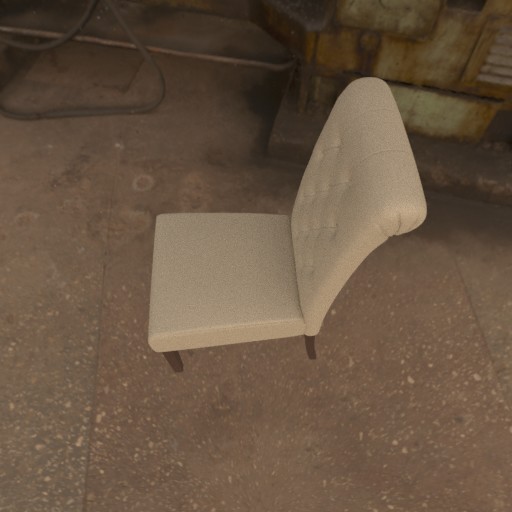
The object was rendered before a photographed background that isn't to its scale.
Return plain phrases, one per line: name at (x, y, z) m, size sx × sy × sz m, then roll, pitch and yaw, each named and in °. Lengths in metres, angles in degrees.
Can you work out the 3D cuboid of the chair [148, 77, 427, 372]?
chair at (0.000, 0.000, 1.364) m, size 0.671 × 1.006 × 0.456 m, roll -3°, pitch 60°, yaw -2°
